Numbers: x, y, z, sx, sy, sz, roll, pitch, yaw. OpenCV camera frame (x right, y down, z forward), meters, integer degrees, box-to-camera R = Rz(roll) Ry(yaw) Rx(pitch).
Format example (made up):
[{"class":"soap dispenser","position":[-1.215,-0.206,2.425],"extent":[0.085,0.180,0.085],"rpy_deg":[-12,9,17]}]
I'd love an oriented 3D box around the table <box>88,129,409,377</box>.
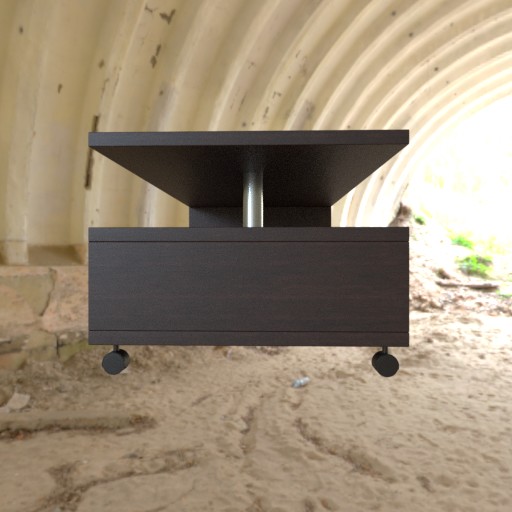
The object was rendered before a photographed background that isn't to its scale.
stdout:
[{"class":"table","position":[0.000,0.000,1.337],"extent":[0.590,0.460,1.050],"rpy_deg":[0,0,2]}]
